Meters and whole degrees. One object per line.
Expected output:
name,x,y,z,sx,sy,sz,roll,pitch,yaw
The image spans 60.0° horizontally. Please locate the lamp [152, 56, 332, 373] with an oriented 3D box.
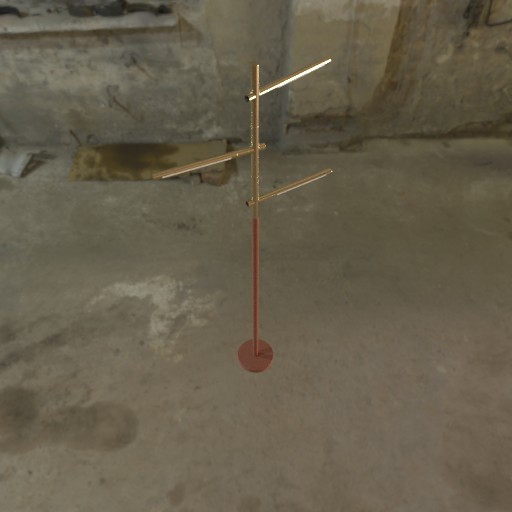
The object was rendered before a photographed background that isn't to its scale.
lamp,0.000,0.000,1.964,0.737,1.704,0.209,-31,54,-26
